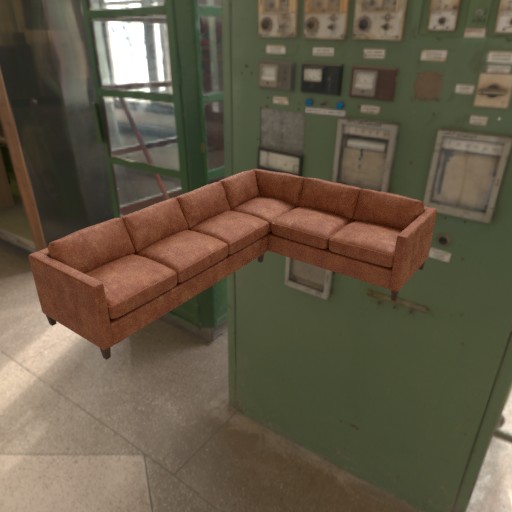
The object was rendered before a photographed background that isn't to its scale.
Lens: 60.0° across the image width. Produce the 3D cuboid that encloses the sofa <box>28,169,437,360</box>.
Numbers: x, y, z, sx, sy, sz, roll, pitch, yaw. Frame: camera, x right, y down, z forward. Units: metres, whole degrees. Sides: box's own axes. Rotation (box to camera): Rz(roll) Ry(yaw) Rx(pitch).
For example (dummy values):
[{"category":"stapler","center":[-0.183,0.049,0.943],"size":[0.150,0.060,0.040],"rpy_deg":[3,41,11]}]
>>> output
[{"category":"sofa","center":[0.000,0.000,4.296],"size":[2.438,0.838,3.167],"rpy_deg":[18,32,32]}]
